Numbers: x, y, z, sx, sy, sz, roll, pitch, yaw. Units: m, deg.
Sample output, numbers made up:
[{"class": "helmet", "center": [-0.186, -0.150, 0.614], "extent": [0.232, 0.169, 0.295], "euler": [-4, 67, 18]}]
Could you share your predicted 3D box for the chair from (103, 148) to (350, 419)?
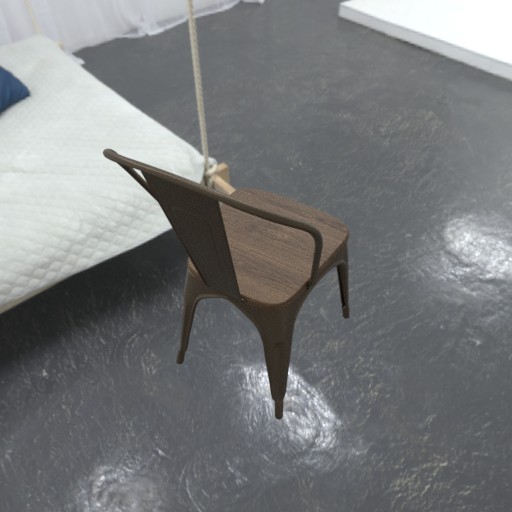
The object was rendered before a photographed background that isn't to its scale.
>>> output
[{"class": "chair", "center": [0.000, 0.000, 1.153], "extent": [0.451, 0.844, 0.532], "euler": [23, 51, 20]}]
